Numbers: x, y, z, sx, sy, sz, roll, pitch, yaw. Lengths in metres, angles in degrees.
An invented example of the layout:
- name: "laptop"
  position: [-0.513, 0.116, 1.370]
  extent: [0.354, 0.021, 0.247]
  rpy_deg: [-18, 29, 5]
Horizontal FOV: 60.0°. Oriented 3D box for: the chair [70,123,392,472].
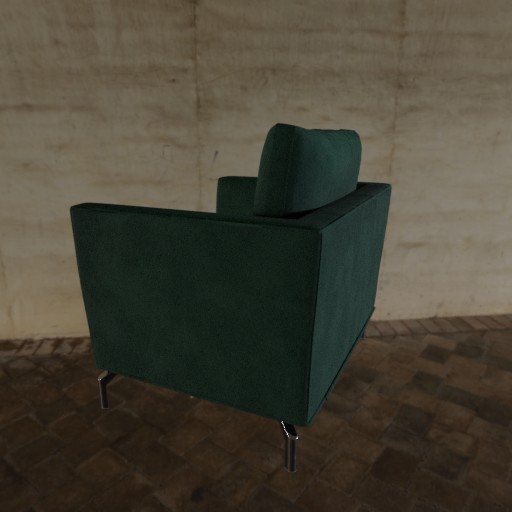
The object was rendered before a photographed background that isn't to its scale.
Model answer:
- name: "chair"
  position: [0.000, 0.000, 1.754]
  extent: [0.852, 0.997, 1.047]
  rpy_deg: [7, 17, 24]
